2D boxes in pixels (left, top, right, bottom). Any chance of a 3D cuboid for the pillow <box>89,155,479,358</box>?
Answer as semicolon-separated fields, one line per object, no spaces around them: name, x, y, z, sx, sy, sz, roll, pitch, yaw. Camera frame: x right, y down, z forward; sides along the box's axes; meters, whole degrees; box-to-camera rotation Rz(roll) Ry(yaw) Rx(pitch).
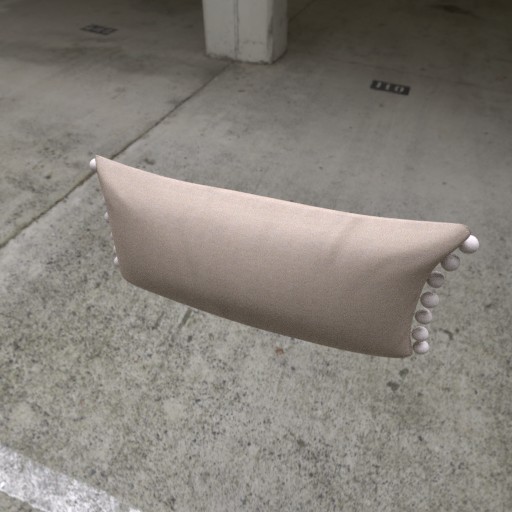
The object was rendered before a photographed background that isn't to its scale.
pillow;0.000;0.000;0.834;0.709;0.322;0.201;14;44;15
